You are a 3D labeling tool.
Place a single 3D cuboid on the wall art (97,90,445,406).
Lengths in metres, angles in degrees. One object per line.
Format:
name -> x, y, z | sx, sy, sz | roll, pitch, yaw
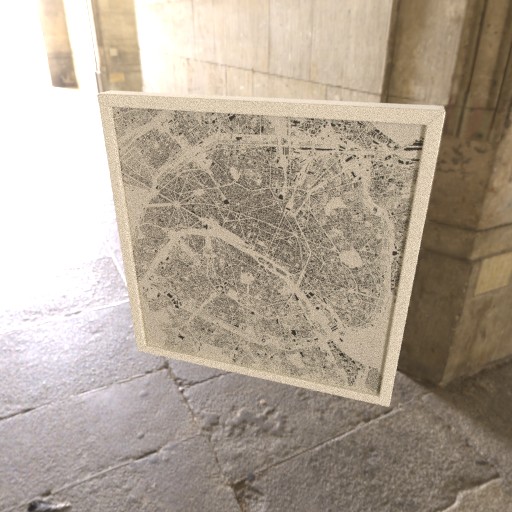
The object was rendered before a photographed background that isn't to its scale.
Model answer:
wall art -> 0.000, 0.000, 0.753 | 0.508, 0.508, 0.038 | 8, 29, 16
